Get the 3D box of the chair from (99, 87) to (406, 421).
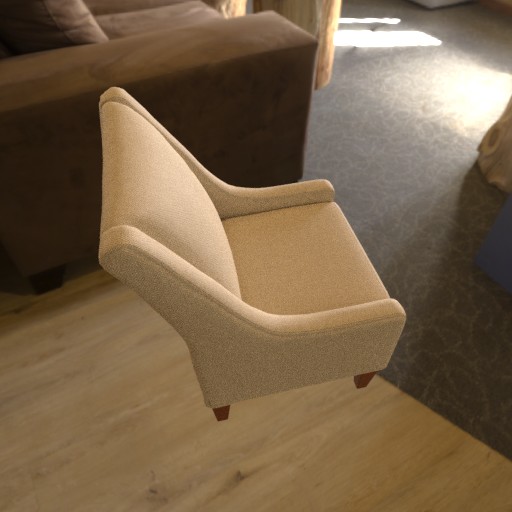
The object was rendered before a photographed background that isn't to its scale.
[{"bbox_3d":[0.000,0.000,1.599,0.870,1.014,0.774,-10,48,-9],"label":"chair"}]
